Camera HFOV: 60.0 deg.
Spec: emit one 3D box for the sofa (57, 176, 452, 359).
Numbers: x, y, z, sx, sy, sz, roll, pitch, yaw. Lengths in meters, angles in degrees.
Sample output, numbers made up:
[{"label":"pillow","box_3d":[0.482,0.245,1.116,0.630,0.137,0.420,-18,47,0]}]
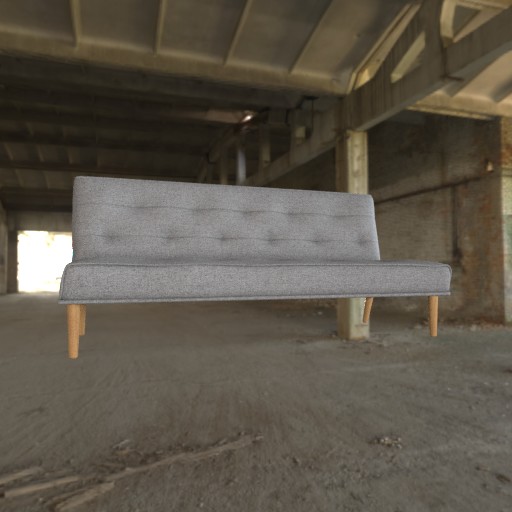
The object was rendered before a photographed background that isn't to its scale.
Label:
[{"label":"sofa","box_3d":[0.000,0.000,2.301,1.820,0.830,0.810,1,-2,-19]}]
